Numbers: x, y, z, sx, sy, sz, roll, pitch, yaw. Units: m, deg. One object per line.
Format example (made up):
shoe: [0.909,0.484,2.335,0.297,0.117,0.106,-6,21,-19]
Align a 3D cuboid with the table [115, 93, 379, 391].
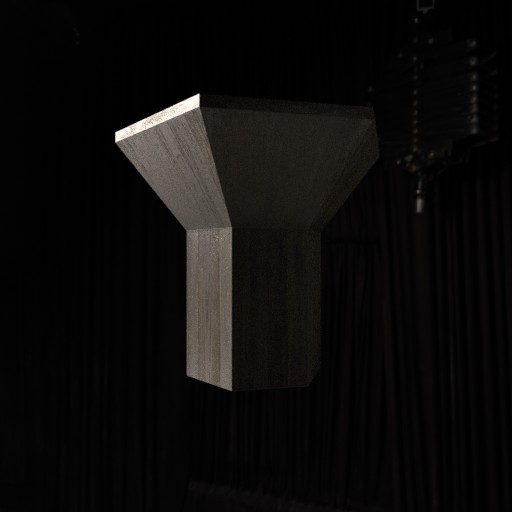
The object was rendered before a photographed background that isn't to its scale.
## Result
table: [0.000,0.000,1.126,0.592,0.586,0.683,0,0,17]
